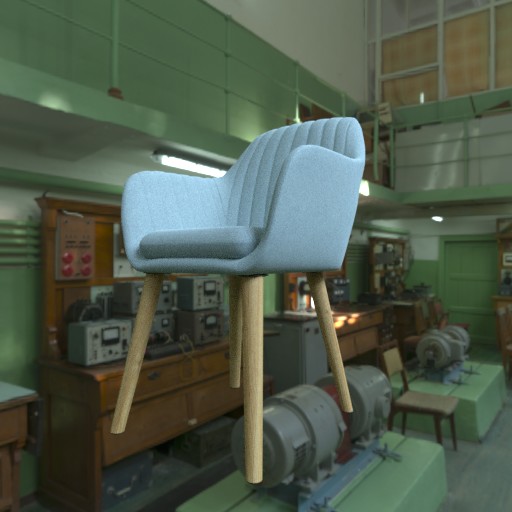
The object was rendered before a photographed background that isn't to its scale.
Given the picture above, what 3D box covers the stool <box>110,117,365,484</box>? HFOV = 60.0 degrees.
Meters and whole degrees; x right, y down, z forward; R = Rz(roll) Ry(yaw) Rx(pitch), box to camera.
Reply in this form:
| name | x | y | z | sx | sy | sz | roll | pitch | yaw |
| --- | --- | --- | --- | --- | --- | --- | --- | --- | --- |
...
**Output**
| name | x | y | z | sx | sy | sz | roll | pitch | yaw |
| --- | --- | --- | --- | --- | --- | --- | --- | --- | --- |
| stool | 0.000 | 0.000 | 1.157 | 0.503 | 0.830 | 0.590 | 0 | 0 | 35 |
